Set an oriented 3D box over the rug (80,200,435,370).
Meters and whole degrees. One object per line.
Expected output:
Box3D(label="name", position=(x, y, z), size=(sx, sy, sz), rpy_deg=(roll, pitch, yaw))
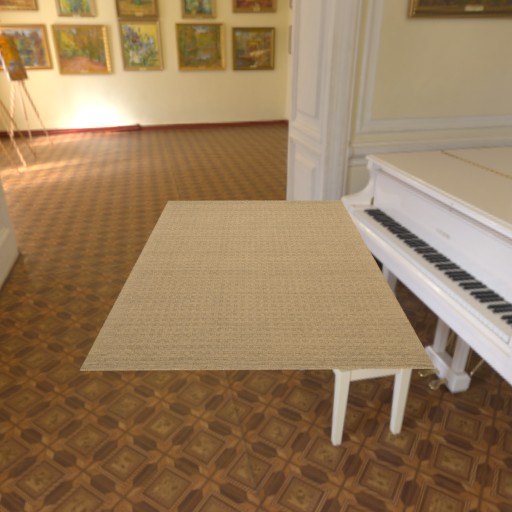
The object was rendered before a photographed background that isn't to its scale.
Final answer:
Box3D(label="rug", position=(0.000, 0.000, 3.774), size=(1.981, 0.006, 2.895), rpy_deg=(0, 26, 0))
